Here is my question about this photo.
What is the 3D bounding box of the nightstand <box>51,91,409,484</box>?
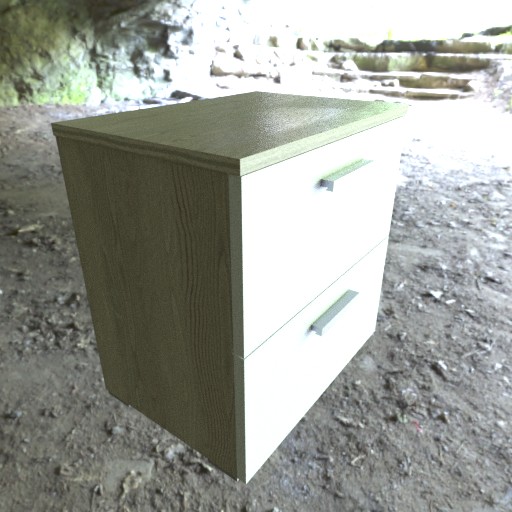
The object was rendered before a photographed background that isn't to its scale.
[{"bbox_3d":[0.000,0.000,0.742,0.325,0.461,0.442,18,32,32],"label":"nightstand"}]
